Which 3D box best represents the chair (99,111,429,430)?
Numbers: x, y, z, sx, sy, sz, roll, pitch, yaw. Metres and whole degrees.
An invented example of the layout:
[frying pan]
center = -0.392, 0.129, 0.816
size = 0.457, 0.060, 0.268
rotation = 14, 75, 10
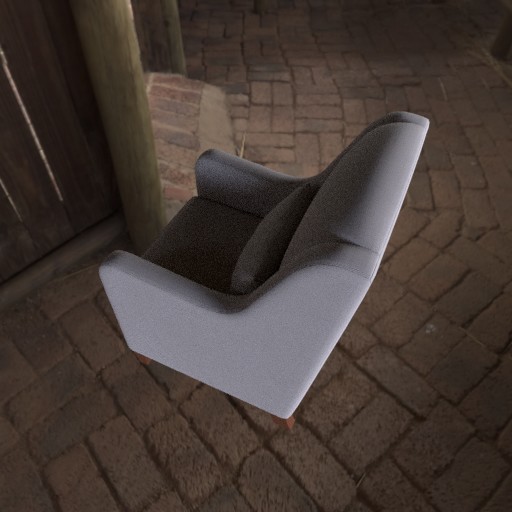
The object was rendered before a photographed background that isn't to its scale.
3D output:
[chair]
center = 0.000, 0.000, 1.604
size = 0.863, 1.010, 0.715
rotation = 19, 50, 16
